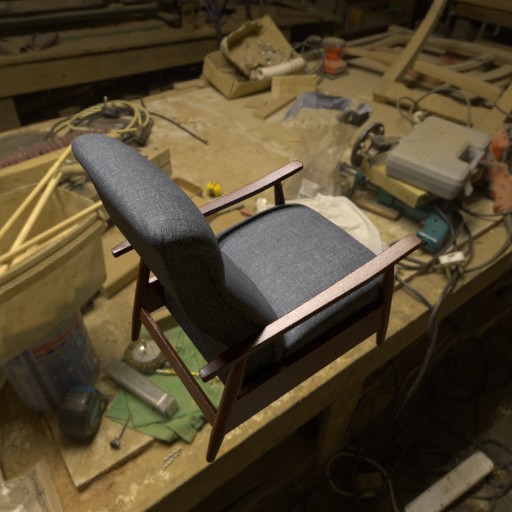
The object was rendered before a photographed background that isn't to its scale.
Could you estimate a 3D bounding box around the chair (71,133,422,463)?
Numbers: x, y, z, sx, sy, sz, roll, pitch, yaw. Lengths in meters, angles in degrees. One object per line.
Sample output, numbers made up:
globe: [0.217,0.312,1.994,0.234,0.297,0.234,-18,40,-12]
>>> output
chair: [0.000,0.000,1.752,1.030,1.082,0.762,-25,47,-26]
